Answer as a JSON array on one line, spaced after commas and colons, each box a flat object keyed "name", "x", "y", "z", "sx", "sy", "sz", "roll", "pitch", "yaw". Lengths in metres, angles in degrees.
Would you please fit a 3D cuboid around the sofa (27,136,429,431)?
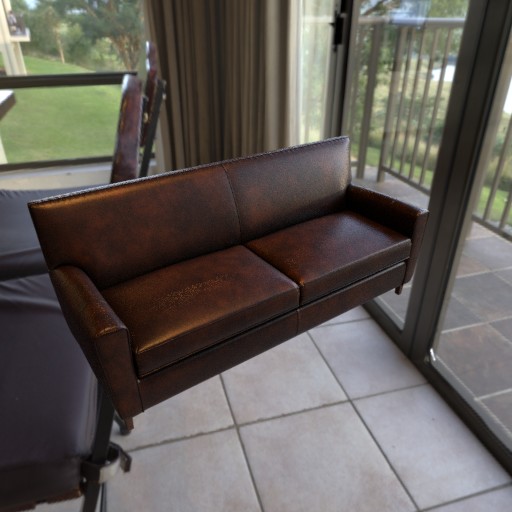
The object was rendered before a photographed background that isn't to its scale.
[{"name": "sofa", "x": 0.000, "y": 0.000, "z": 2.436, "sx": 1.995, "sy": 0.871, "sz": 0.786, "roll": -19, "pitch": 35, "yaw": -30}]
